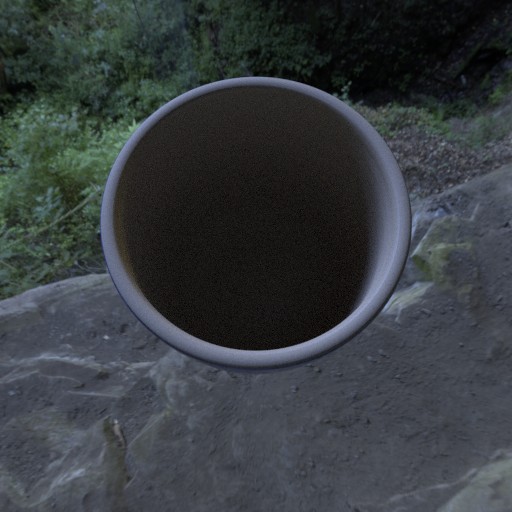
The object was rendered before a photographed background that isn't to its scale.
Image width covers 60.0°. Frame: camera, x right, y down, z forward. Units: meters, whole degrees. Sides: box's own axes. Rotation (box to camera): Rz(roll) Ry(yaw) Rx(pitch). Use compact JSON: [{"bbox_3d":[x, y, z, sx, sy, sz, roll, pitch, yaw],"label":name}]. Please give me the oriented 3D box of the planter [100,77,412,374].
[{"bbox_3d":[0.000,0.000,0.355,0.184,0.206,0.184,0,74,0],"label":"planter"}]
